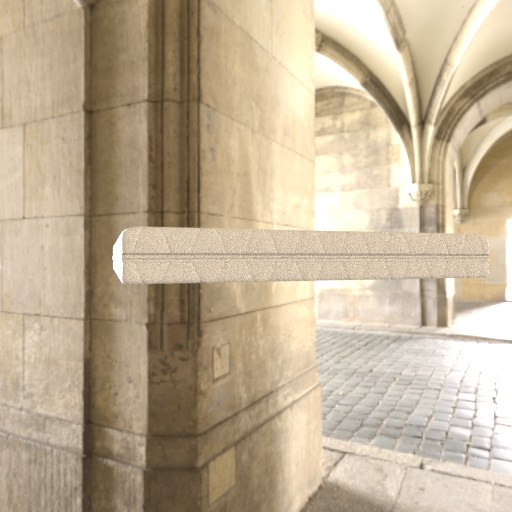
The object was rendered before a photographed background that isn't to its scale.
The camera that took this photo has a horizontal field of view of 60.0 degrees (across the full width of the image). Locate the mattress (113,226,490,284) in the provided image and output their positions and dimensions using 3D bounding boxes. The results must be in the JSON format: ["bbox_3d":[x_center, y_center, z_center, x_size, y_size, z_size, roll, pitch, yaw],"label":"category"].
[{"bbox_3d":[0.000,0.000,2.637,1.600,0.200,1.900,0,0,-19],"label":"mattress"}]
